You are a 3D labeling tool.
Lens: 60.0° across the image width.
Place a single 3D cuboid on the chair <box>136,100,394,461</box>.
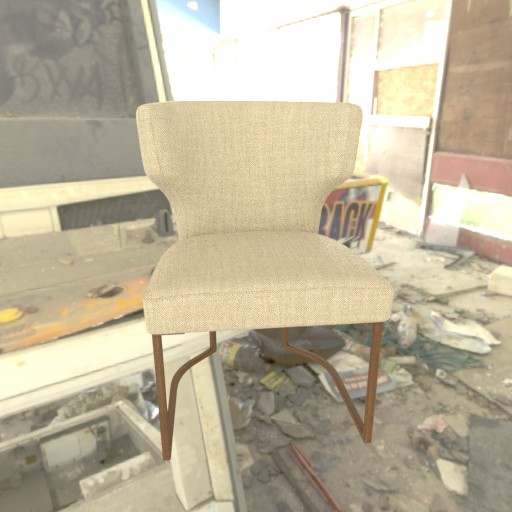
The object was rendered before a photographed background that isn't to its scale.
[{"bbox_3d":[0.000,0.000,1.234,0.611,0.824,0.617,-2,19,-6],"label":"chair"}]
